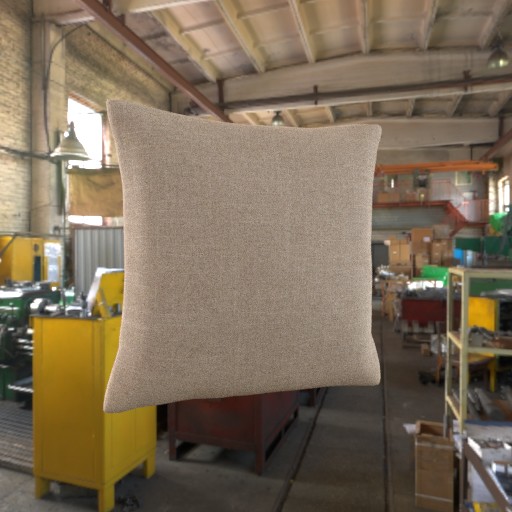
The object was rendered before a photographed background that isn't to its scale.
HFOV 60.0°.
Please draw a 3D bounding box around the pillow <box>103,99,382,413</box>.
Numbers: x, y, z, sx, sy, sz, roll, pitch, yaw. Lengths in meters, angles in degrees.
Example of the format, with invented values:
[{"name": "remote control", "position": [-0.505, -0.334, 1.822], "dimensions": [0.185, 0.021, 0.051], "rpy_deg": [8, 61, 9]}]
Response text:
[{"name": "pillow", "position": [0.000, 0.000, 0.783], "dimensions": [0.511, 0.503, 0.182], "rpy_deg": [0, 0, -18]}]
